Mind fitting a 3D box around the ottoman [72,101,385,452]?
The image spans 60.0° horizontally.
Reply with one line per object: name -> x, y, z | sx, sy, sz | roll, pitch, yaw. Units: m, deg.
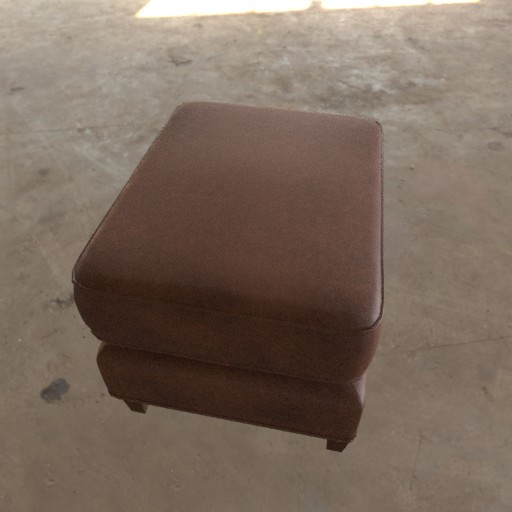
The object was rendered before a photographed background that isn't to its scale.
ottoman -> 0.000, 0.000, 1.131 | 0.589, 0.537, 0.738 | 8, 47, 8
